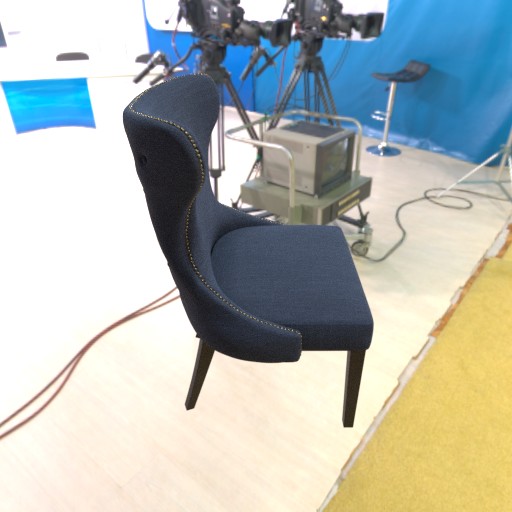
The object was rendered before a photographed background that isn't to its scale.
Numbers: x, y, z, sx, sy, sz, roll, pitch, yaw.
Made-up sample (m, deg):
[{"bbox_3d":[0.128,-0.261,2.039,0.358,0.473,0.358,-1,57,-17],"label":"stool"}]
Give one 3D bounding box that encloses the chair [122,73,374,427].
[{"bbox_3d":[0.000,0.000,1.359,0.635,0.967,0.628,0,32,0],"label":"chair"}]
